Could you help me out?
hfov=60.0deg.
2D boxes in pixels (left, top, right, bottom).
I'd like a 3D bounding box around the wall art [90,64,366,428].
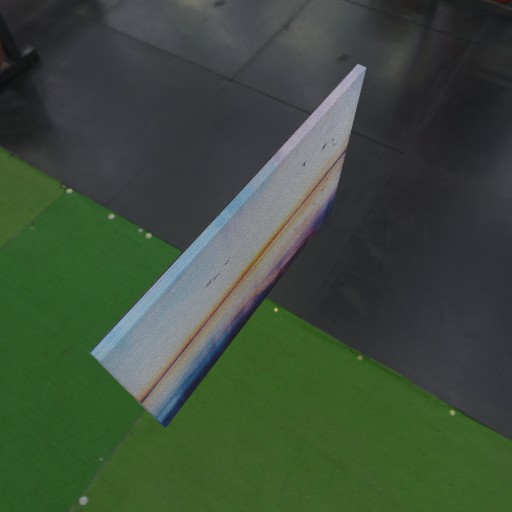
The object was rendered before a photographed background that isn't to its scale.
[{"bbox_3d":[0.000,0.000,1.465,0.034,0.756,1.137,31,64,17],"label":"wall art"}]
